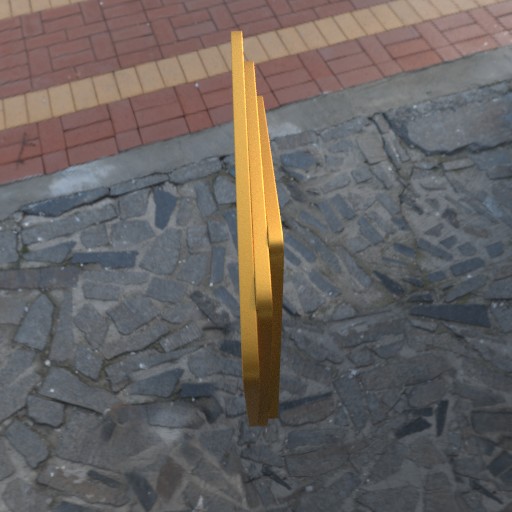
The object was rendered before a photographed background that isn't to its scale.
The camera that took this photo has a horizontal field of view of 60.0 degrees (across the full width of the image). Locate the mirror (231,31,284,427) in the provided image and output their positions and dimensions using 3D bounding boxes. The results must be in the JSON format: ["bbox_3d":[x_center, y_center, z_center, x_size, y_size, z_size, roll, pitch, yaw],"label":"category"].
[{"bbox_3d":[0.000,0.000,0.689,0.045,0.468,0.470,-2,64,-1],"label":"mirror"}]
